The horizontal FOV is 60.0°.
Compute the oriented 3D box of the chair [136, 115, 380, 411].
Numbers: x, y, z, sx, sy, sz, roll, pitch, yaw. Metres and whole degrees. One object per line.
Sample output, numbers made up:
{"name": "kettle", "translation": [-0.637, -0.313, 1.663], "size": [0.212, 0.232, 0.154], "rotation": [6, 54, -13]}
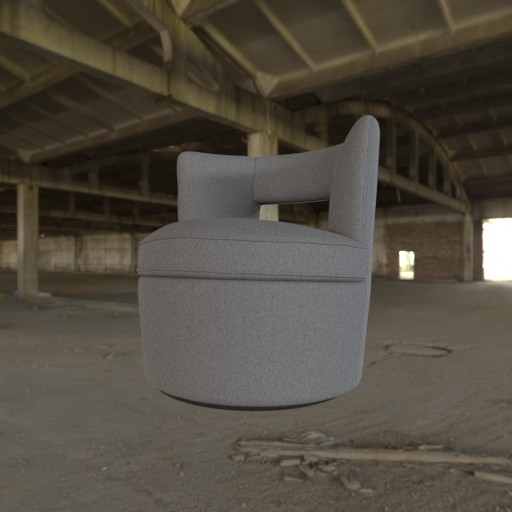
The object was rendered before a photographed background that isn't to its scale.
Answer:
{"name": "chair", "translation": [0.000, 0.000, 1.287], "size": [0.689, 0.719, 0.660], "rotation": [0, 0, 36]}
